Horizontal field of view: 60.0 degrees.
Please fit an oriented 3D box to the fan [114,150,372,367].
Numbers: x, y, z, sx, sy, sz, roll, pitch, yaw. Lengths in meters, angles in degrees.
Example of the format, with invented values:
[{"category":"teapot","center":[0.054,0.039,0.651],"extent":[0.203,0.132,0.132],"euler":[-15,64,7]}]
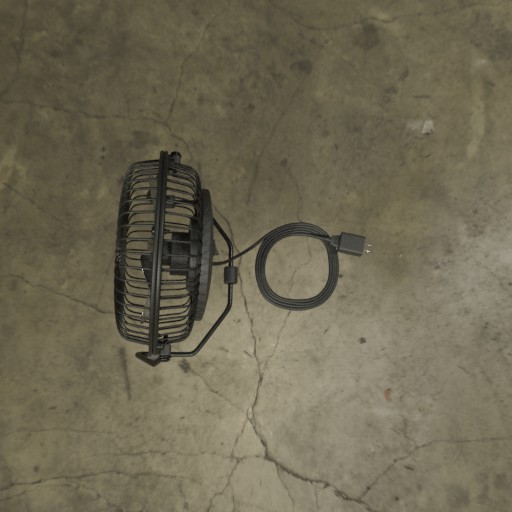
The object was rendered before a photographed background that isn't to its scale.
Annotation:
[{"category":"fan","center":[0.000,0.000,0.313],"extent":[0.202,0.152,0.153],"euler":[0,76,0]}]
